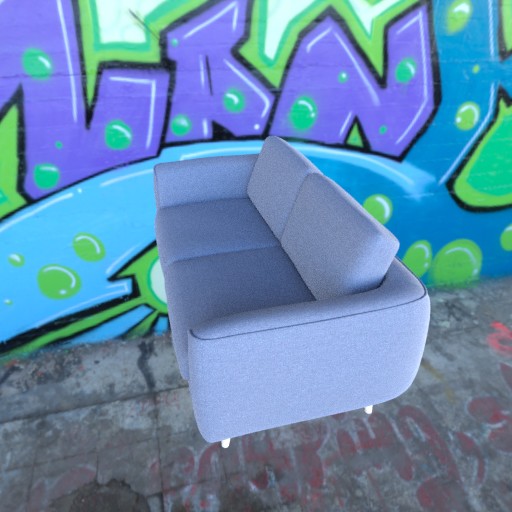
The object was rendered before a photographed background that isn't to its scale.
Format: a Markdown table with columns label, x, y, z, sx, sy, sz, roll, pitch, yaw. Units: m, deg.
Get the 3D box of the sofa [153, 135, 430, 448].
| label | x | y | z | sx | sy | sz | roll | pitch | yaw |
| --- | --- | --- | --- | --- | --- | --- | --- | --- | --- |
| sofa | 0.000 | 0.000 | 2.181 | 0.920 | 0.850 | 1.700 | -8 | 31 | -13 |
